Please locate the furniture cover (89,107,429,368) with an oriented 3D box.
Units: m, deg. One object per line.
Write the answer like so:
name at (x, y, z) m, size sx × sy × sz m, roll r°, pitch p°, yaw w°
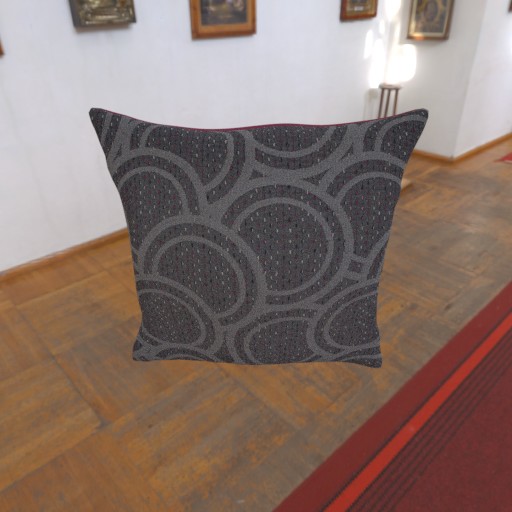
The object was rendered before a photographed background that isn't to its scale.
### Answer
furniture cover at (0.000, 0.000, 0.792) m, size 0.514 × 0.513 × 0.163 m, roll 1°, pitch 30°, yaw 2°
